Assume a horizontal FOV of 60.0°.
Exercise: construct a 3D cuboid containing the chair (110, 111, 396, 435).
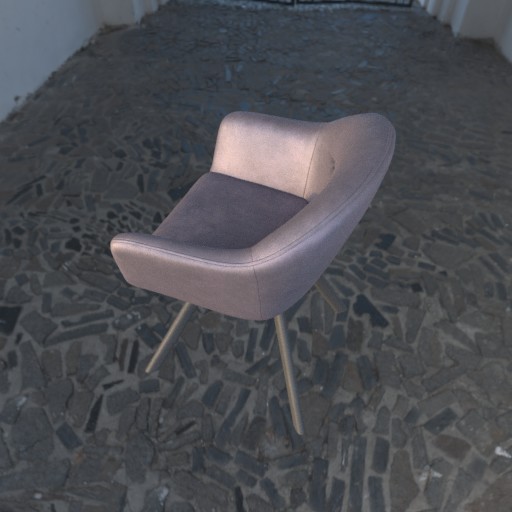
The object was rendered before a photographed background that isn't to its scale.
[{"bbox_3d":[0.000,0.000,1.159,0.544,0.781,0.567,17,48,15],"label":"chair"}]
